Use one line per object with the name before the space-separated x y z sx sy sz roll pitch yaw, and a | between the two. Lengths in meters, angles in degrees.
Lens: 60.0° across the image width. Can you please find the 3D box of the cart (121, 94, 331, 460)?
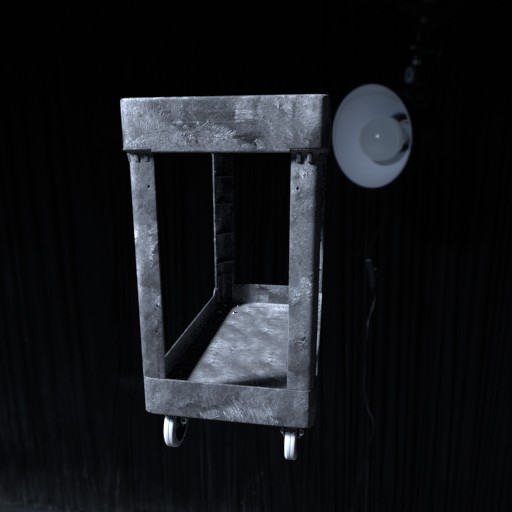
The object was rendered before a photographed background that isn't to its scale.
cart | 0.000 0.000 1.350 0.420 0.824 0.877 2 14 9
